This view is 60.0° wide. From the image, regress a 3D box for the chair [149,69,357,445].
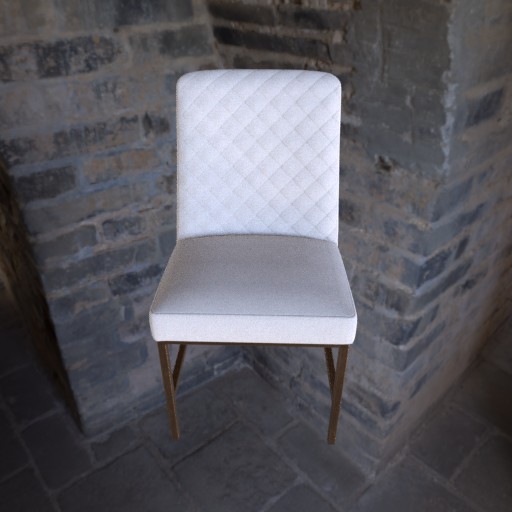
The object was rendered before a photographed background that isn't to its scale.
[{"bbox_3d":[0.000,0.000,1.292,0.503,0.933,0.597,1,31,1],"label":"chair"}]
